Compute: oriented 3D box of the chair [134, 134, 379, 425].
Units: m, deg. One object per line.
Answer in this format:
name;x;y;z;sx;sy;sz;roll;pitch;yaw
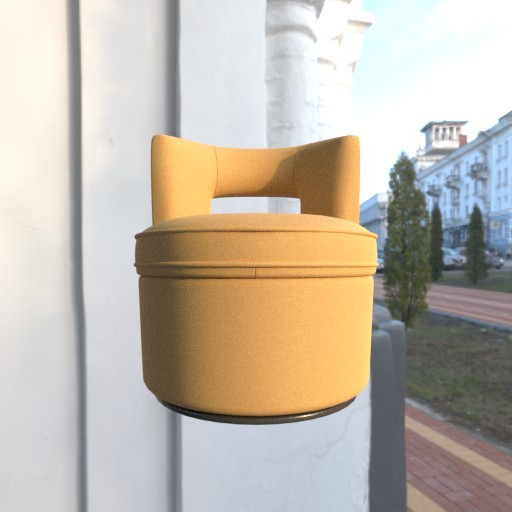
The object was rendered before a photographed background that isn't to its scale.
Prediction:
chair;0.000;0.000;1.222;0.650;0.723;0.665;0;1;0
